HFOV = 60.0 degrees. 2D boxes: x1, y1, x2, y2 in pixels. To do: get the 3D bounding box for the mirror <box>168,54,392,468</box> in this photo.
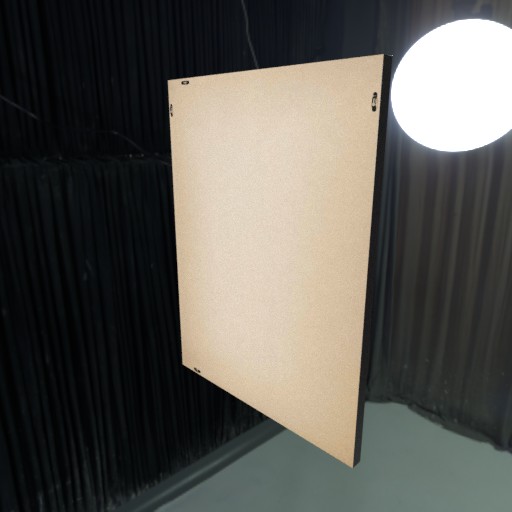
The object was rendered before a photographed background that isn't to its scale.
[{"bbox_3d":[0.000,0.000,1.308,0.762,1.016,0.041,16,22,43],"label":"mirror"}]
